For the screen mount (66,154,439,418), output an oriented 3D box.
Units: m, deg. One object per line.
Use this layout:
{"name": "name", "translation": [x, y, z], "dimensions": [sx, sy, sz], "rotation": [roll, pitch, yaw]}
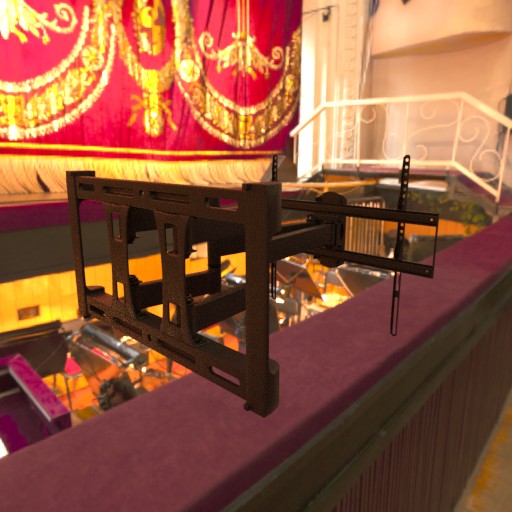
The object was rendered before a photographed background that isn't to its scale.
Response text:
{"name": "screen mount", "translation": [0.000, 0.000, 1.103], "dimensions": [0.661, 0.491, 0.644], "rotation": [13, 18, 43]}
